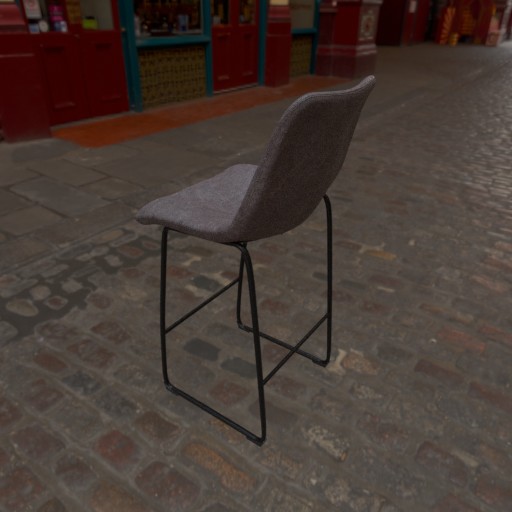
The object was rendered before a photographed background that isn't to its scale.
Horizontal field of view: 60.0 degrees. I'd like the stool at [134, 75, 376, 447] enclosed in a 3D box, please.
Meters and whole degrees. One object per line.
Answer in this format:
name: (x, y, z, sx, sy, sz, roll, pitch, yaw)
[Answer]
stool: (0.000, 0.000, 1.414, 0.561, 1.082, 0.514, 19, 35, 30)
